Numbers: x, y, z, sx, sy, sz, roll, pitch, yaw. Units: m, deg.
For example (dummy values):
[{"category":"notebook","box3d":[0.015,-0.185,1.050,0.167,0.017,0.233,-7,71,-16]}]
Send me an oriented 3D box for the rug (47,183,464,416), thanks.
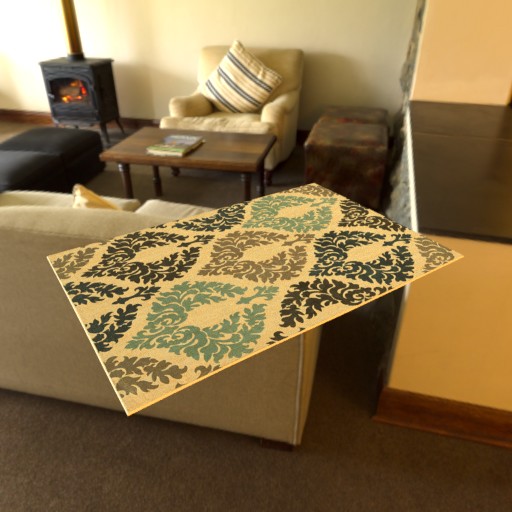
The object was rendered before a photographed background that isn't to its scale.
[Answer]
[{"category":"rug","box3d":[0.000,0.000,2.893,2.275,0.014,1.514,-19,36,-28]}]
